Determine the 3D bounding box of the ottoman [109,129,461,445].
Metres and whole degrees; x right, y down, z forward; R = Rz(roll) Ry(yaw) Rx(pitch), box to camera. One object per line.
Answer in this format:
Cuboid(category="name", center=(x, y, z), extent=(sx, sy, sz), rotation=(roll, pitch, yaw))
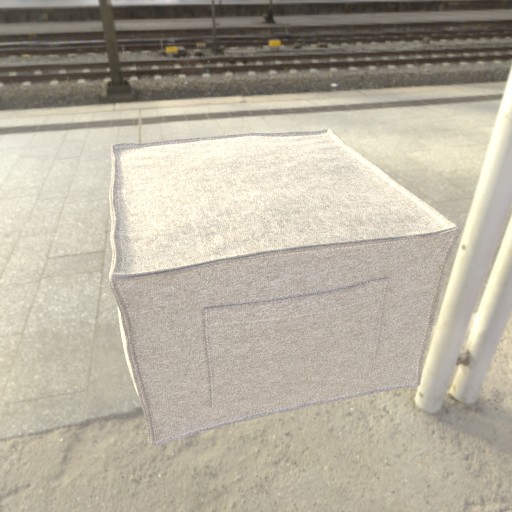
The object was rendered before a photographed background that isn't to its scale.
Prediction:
Cuboid(category="ottoman", center=(0.000, 0.000, 1.173), extent=(0.707, 0.470, 0.696), rotation=(-8, 34, -13))
